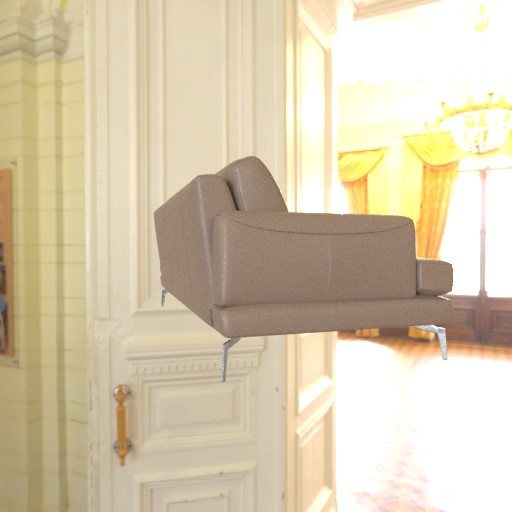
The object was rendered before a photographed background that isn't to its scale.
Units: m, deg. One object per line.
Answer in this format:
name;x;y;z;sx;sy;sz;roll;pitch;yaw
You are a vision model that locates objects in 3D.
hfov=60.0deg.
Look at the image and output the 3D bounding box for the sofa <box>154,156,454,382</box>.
sofa;0.000;0.000;2.434;0.974;0.765;1.940;0;1;-18
